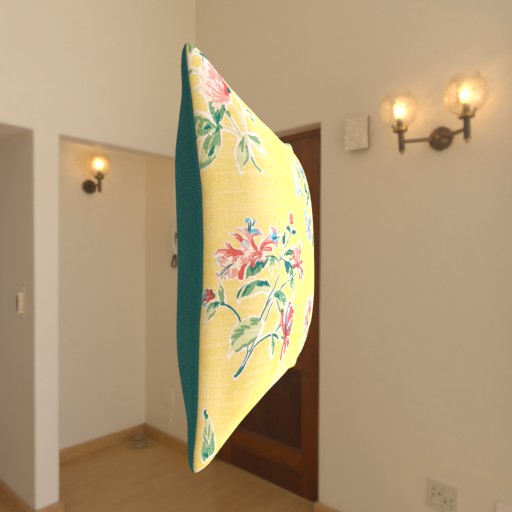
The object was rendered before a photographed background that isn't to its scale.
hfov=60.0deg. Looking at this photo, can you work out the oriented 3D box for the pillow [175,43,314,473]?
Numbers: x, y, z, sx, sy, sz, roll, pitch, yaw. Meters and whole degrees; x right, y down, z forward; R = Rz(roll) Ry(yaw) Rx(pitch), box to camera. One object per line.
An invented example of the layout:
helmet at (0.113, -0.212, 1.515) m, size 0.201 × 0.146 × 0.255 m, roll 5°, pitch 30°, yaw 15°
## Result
pillow at (0.000, 0.000, 0.768) m, size 0.166 × 0.508 × 0.525 m, roll 0°, pitch 0°, yaw 17°
